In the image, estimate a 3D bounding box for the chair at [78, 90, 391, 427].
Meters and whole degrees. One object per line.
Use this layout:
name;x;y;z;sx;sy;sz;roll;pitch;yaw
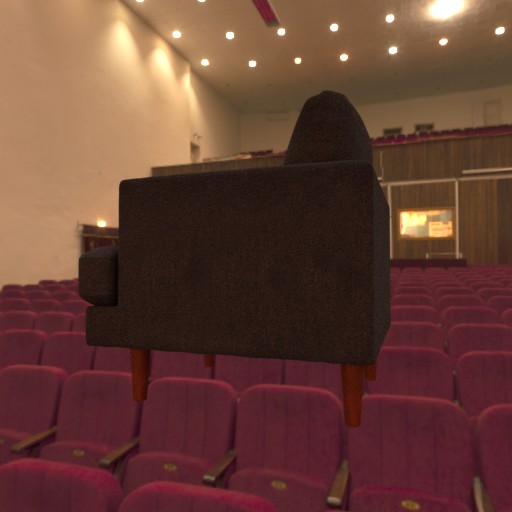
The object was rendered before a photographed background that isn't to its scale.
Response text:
chair;0.000;0.000;1.614;0.899;0.957;0.858;-1;-2;20
